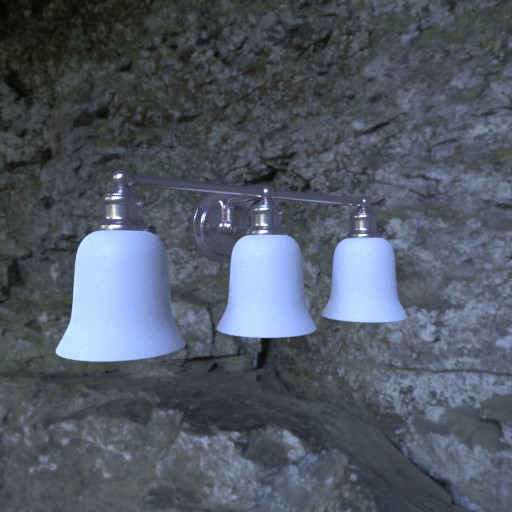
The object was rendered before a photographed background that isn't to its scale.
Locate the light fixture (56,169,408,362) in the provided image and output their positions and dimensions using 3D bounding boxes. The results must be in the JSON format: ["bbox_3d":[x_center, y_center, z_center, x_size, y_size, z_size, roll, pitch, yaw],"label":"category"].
[{"bbox_3d":[0.000,0.000,0.667,0.570,0.211,0.198,0,1,-36],"label":"light fixture"}]
